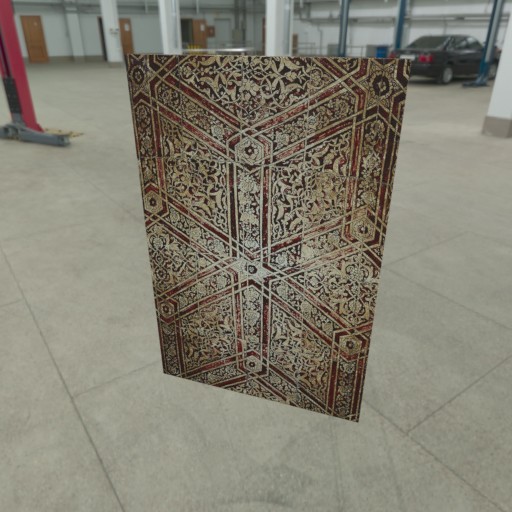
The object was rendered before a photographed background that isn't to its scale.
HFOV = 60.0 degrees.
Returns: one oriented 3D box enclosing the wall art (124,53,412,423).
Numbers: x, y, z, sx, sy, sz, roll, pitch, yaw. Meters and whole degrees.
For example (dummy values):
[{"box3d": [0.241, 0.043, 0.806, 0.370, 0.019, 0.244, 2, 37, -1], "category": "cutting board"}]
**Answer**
[{"box3d": [0.000, 0.000, 1.099, 0.599, 0.904, 0.030, 9, 28, 17], "category": "wall art"}]
